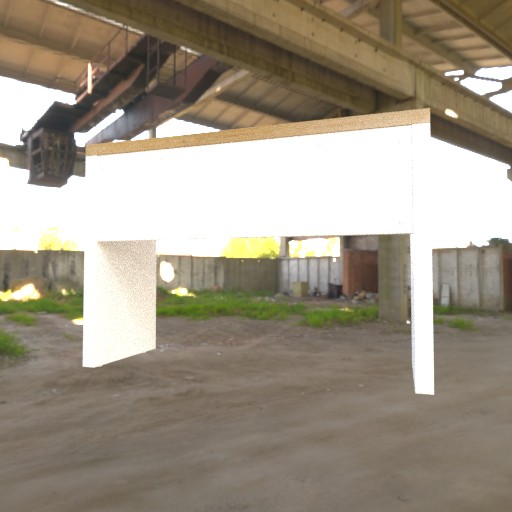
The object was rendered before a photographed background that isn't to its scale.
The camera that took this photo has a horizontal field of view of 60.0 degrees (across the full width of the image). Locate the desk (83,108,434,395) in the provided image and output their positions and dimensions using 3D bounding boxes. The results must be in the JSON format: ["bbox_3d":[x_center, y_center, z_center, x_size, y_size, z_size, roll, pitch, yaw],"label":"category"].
[{"bbox_3d":[0.000,0.000,1.519,1.100,0.760,0.390,-1,-2,18],"label":"desk"}]
